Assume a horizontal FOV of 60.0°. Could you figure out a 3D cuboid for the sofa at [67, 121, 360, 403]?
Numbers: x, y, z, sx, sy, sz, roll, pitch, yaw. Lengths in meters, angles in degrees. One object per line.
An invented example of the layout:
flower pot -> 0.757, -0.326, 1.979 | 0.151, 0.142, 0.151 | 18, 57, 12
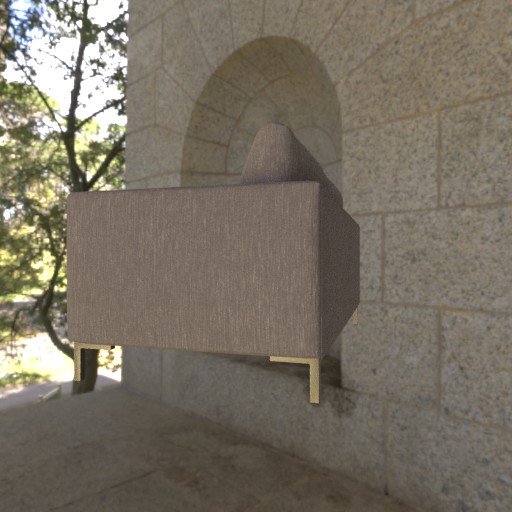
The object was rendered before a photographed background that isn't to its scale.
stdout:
sofa -> 0.000, 0.000, 2.134 | 0.875, 0.840, 1.682 | 0, 0, 17
